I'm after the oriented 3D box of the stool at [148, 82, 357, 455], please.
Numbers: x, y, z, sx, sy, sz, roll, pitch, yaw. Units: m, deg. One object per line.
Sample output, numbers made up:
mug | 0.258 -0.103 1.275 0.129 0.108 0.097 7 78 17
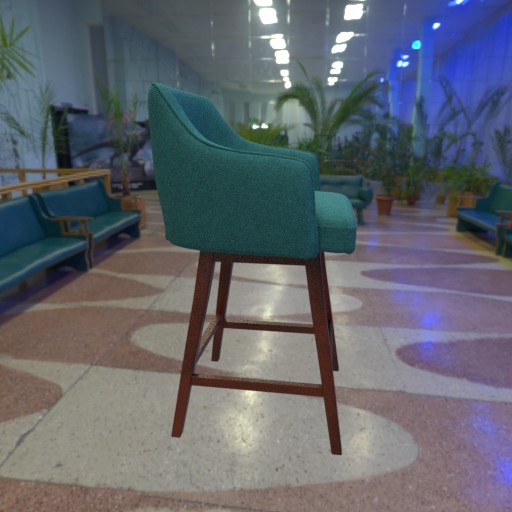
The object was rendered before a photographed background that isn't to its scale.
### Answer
stool | 0.000 0.000 1.330 0.556 0.961 0.548 2 15 9
